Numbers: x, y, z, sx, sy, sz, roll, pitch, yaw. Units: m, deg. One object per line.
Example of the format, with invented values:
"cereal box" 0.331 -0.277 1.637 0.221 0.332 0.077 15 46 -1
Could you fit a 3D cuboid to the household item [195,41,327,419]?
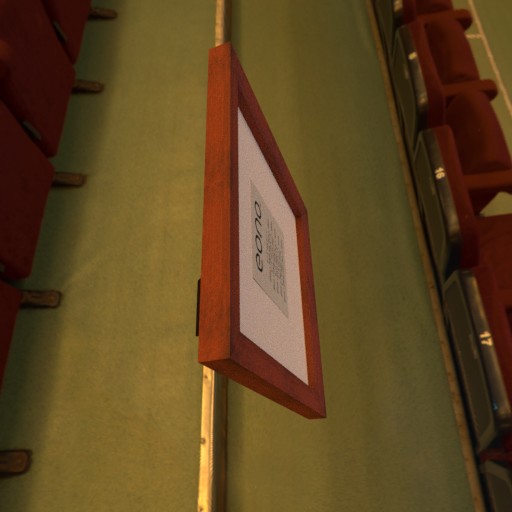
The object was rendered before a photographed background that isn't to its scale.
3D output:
"household item" 0.000 0.000 0.384 0.131 0.240 0.240 -1 62 -1
